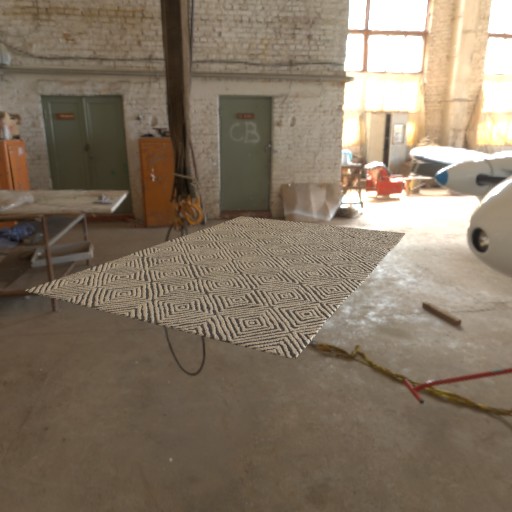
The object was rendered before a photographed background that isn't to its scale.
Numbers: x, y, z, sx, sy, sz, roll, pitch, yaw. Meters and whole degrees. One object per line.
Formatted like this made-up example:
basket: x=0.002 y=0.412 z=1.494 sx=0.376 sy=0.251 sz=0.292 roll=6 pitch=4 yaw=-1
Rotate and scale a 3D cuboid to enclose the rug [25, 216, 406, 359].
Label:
rug: x=0.000 y=0.000 z=2.253 sx=1.177 sy=0.004 sz=1.750 roll=8 pitch=18 yaw=27
